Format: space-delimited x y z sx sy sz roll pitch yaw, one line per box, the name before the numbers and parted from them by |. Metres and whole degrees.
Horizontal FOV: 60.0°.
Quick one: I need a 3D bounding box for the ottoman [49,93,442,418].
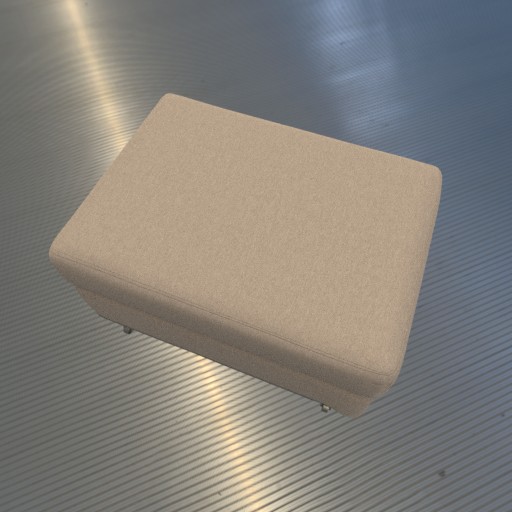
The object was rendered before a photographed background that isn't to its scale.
ottoman | 0.000 0.000 1.163 0.773 0.497 0.574 19 61 11
